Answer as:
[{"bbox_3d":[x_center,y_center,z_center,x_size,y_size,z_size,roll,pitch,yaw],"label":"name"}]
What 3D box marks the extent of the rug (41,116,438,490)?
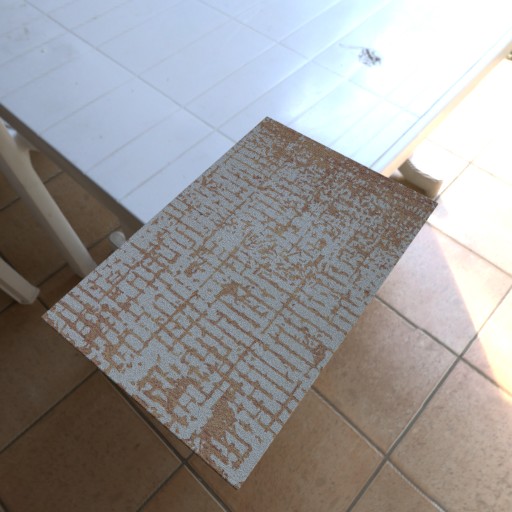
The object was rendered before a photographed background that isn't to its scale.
[{"bbox_3d":[0.000,0.000,2.331,1.219,0.011,1.829,33,63,19],"label":"rug"}]
